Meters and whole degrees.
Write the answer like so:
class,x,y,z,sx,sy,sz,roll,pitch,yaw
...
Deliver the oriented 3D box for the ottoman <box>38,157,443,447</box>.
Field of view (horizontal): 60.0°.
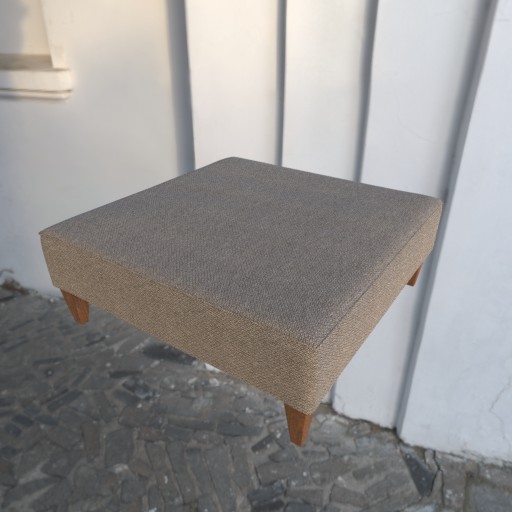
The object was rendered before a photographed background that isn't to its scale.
class,x,y,z,sx,sy,sz,roll,pitch,yaw
ottoman,0.000,0.000,1.534,0.970,0.378,0.981,18,34,30
